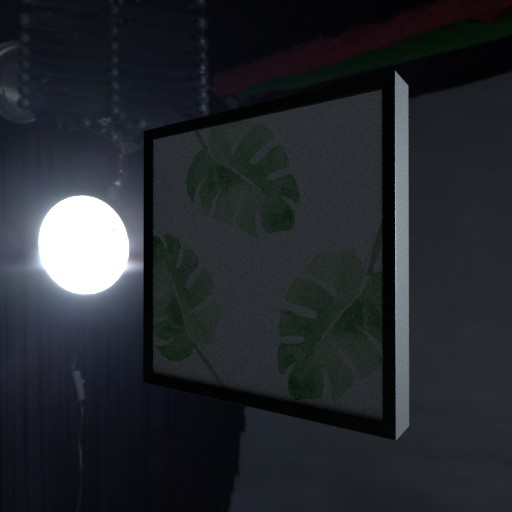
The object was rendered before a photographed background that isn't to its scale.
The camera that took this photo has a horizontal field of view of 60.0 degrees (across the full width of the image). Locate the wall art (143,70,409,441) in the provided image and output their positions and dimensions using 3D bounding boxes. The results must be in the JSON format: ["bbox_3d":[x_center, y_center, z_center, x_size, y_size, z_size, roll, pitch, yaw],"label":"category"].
[{"bbox_3d":[0.000,0.000,0.465,0.304,0.304,0.038,0,0,34],"label":"wall art"}]
